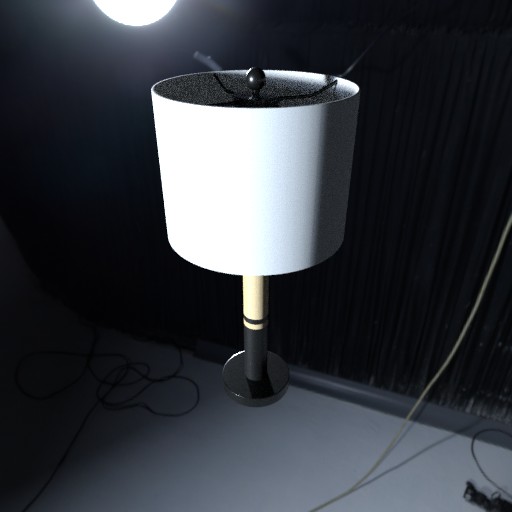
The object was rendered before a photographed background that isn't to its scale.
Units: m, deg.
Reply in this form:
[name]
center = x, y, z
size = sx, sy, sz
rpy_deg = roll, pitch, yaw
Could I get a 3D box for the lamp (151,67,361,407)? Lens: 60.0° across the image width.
[lamp]
center = 0.000, 0.000, 0.810
size = 0.305, 0.640, 0.305
rpy_deg = 11, 32, 17
